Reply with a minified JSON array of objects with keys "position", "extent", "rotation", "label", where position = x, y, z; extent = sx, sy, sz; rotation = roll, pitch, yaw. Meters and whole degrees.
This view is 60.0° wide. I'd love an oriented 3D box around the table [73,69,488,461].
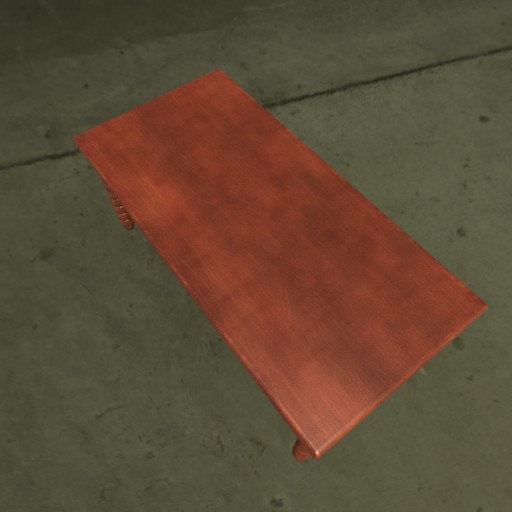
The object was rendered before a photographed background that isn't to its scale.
[{"position":[0.000,0.000,1.457],"extent":[0.580,0.485,1.171],"rotation":[-33,64,-18],"label":"table"}]
